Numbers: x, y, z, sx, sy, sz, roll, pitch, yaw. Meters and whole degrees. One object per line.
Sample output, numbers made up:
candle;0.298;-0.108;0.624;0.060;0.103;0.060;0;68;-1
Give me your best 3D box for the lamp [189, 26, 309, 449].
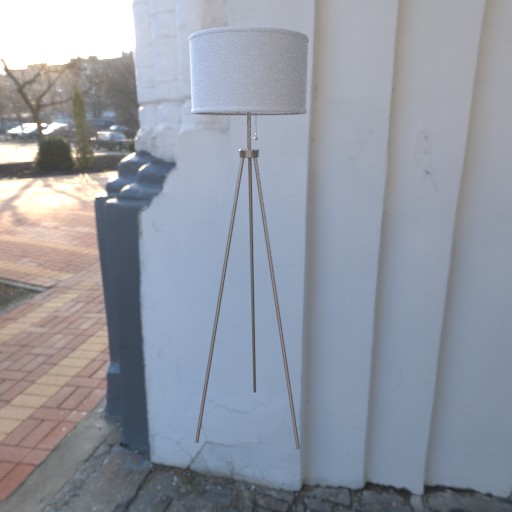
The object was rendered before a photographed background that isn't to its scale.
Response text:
lamp;0.000;0.000;1.730;0.458;1.545;0.448;9;18;28
